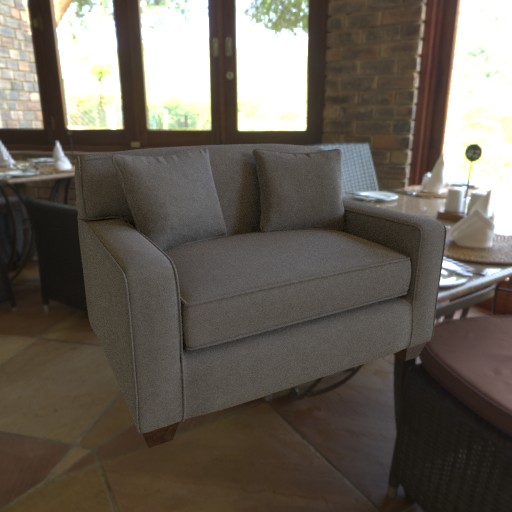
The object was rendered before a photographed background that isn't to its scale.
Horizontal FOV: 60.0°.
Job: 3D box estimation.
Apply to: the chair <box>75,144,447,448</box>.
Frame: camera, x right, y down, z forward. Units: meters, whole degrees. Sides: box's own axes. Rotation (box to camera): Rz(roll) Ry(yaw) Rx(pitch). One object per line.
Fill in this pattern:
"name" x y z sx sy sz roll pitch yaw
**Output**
"chair" 0.000 0.000 2.021 1.395 0.953 0.992 -9 19 -27
